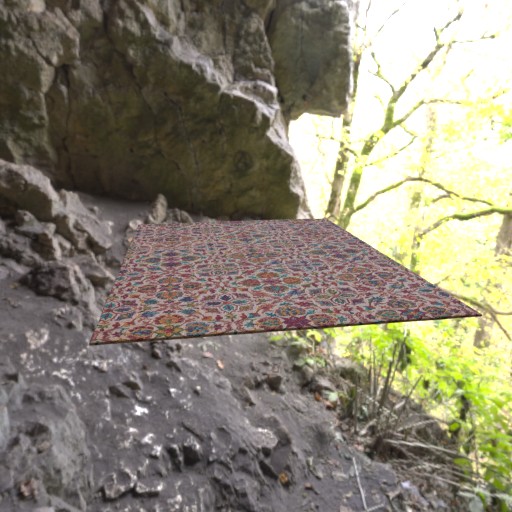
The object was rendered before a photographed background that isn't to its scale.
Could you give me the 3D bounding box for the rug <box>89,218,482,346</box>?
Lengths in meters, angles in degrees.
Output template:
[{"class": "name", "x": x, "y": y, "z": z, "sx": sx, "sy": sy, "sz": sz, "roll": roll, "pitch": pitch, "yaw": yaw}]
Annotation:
[{"class": "rug", "x": 0.000, "y": 0.000, "z": 4.198, "sx": 2.446, "sy": 0.020, "sz": 3.215, "roll": -3, "pitch": 16, "yaw": -9}]
